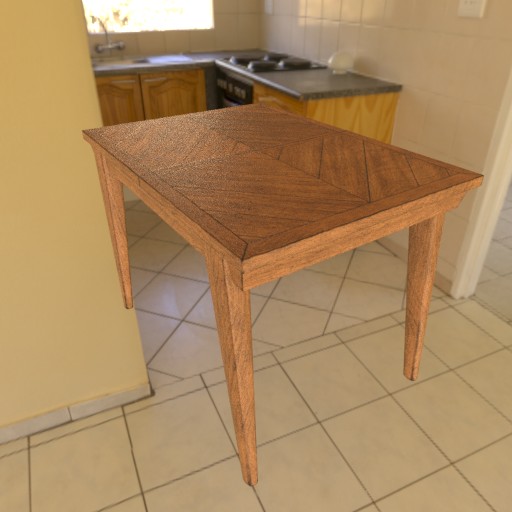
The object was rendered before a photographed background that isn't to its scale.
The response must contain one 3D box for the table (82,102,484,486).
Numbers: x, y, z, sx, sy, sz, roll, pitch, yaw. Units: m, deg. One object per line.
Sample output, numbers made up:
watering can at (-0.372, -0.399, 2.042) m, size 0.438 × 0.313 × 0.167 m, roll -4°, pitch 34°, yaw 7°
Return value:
table at (0.000, 0.000, 1.548) m, size 0.757 × 0.760 × 1.027 m, roll -19°, pitch 36°, yaw -29°
